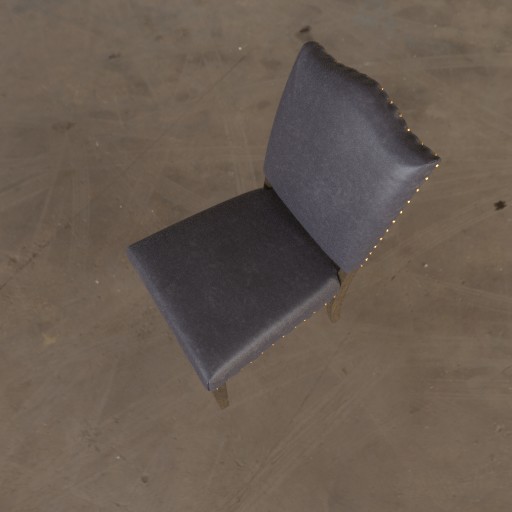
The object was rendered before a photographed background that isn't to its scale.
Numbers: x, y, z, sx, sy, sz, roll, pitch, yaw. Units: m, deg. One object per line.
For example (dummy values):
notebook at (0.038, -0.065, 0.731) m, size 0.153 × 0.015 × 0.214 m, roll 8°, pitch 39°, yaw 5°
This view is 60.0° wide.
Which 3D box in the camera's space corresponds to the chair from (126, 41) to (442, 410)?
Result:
chair at (0.000, 0.000, 1.304) m, size 0.633 × 0.991 × 0.500 m, roll -30°, pitch 67°, yaw -14°
